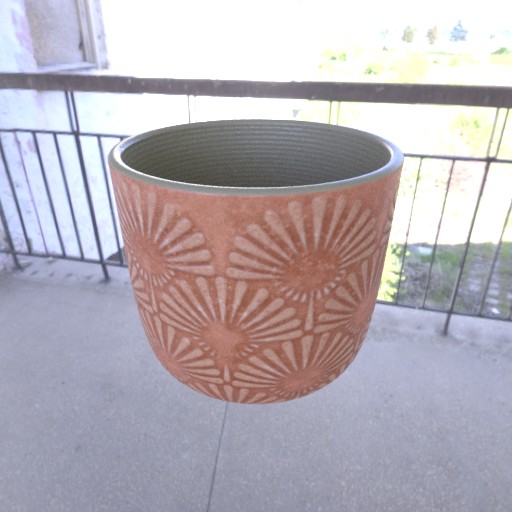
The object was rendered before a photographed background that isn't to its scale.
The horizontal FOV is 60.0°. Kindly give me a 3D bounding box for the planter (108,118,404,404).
[{"bbox_3d":[0.000,0.000,0.217,0.124,0.109,0.124,0,27,0],"label":"planter"}]
